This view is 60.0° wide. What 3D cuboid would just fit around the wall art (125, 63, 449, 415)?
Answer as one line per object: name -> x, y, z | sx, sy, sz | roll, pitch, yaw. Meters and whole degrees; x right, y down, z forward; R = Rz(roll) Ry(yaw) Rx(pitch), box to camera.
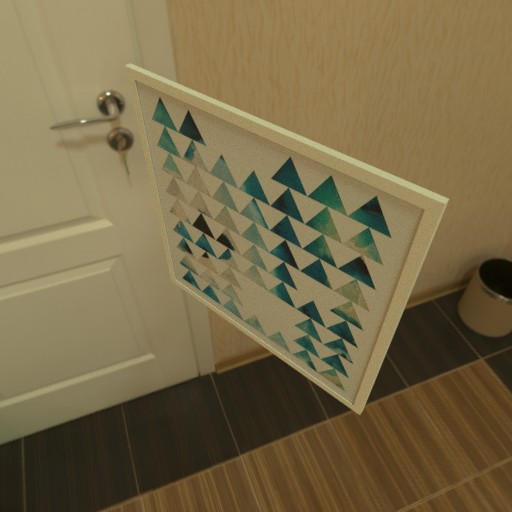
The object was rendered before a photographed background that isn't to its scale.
wall art -> 0.000, 0.000, 0.822 | 0.557, 0.557, 0.012 | 31, 54, 26
